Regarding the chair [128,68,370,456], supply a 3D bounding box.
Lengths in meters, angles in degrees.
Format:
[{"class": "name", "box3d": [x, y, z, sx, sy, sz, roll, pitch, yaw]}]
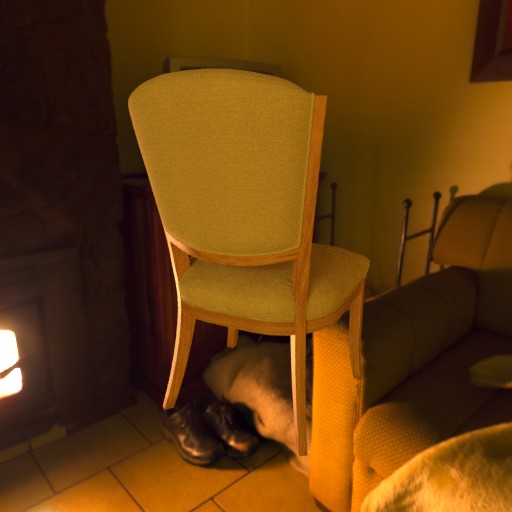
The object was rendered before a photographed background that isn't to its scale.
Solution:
[{"class": "chair", "box3d": [0.000, 0.000, 1.233, 0.513, 0.905, 0.584, 8, 17, 26]}]
